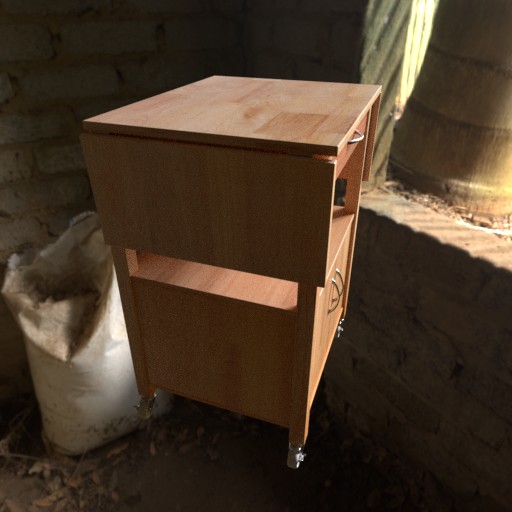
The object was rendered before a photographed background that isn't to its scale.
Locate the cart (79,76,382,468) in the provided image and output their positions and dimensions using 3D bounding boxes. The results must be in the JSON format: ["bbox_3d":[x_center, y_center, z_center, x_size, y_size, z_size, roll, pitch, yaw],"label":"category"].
[{"bbox_3d":[0.000,0.000,1.240,0.508,0.838,0.640,11,32,17],"label":"cart"}]
